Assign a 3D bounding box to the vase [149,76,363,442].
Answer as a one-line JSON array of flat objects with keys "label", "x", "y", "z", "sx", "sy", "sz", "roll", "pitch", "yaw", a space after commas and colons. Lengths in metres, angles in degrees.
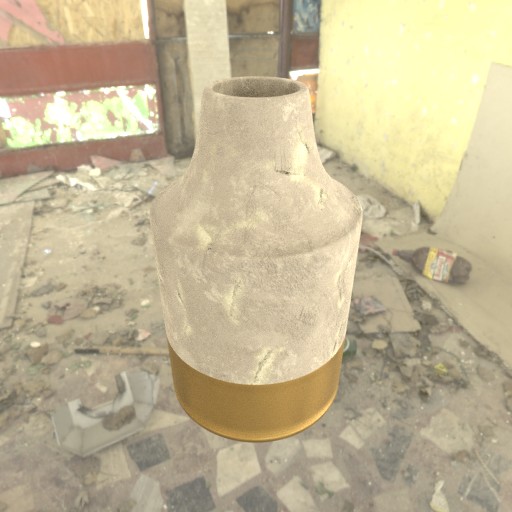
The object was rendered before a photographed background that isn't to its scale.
[{"label": "vase", "x": 0.000, "y": 0.000, "z": 0.417, "sx": 0.184, "sy": 0.305, "sz": 0.184, "roll": 0, "pitch": 33, "yaw": 0}]
